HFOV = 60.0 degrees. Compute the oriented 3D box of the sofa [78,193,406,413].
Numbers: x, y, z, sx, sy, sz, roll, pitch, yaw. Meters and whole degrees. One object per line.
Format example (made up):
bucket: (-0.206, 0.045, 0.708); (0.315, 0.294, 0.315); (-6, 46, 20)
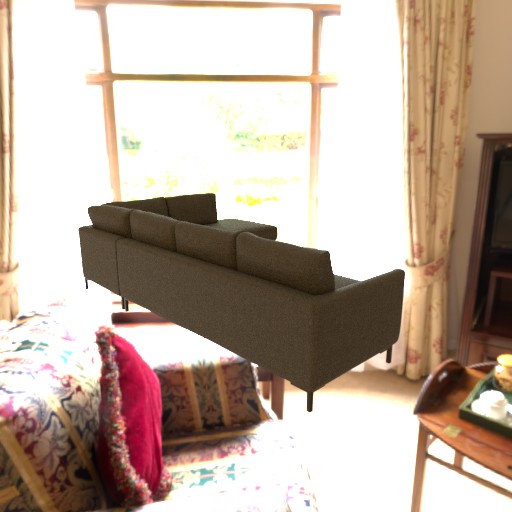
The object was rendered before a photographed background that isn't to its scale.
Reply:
sofa: (0.000, 0.000, 3.907); (1.984, 0.858, 2.972); (-13, 19, -42)
